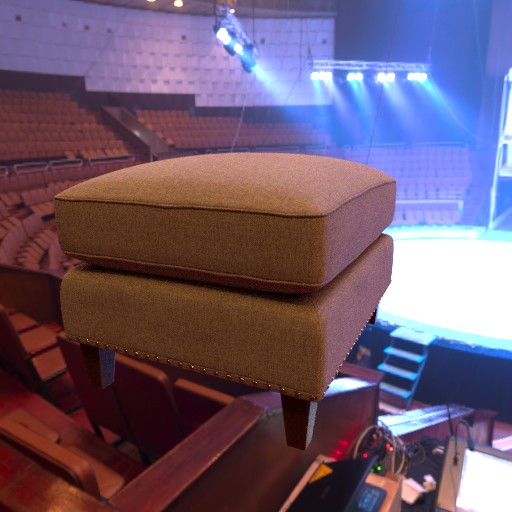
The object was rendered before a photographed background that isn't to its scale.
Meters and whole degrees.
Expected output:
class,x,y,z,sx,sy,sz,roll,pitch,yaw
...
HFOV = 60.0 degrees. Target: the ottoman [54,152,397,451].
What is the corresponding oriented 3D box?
class,x,y,z,sx,sy,sz,roll,pitch,yaw
ottoman,0.000,0.000,1.130,0.584,0.513,0.741,7,15,25
